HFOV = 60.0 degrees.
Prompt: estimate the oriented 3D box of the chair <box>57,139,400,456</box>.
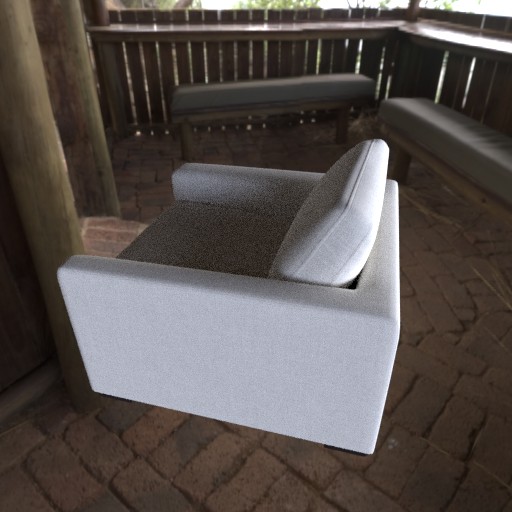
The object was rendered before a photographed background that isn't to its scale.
[{"bbox_3d":[0.000,0.000,1.841,1.100,0.876,1.070,8,32,13],"label":"chair"}]
